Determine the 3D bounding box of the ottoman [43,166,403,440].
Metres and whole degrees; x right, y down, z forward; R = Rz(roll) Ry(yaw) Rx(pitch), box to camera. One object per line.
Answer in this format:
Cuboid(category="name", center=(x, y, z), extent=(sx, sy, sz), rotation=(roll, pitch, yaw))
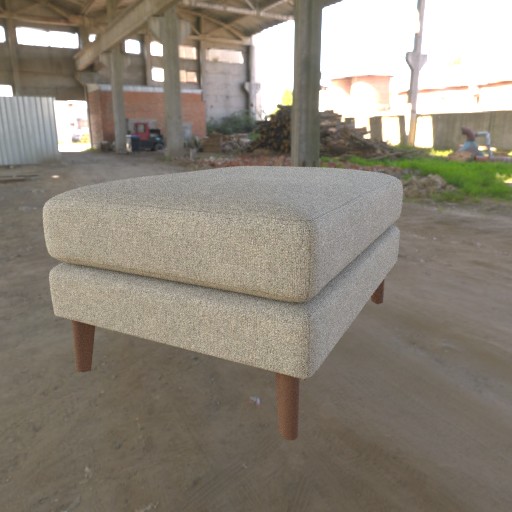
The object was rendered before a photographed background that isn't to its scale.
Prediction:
Cuboid(category="ottoman", center=(0.000, 0.000, 1.177), extent=(0.611, 0.441, 0.821), rotation=(8, 17, 26))
